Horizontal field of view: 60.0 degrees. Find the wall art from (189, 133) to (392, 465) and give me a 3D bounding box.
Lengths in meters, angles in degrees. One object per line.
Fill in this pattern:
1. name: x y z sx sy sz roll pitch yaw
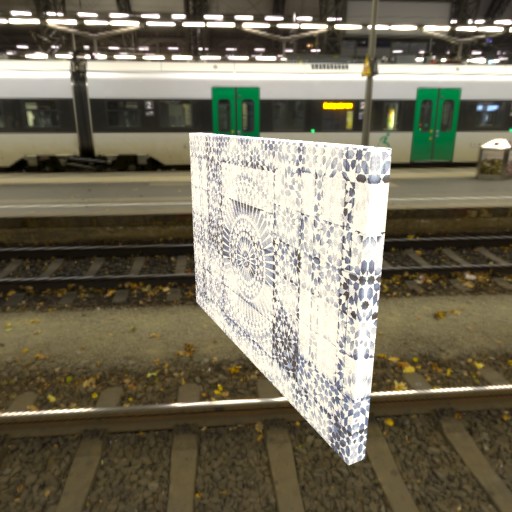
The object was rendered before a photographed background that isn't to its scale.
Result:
1. wall art: 0.000 0.000 0.788 0.030 0.406 0.608 -8 19 -25
